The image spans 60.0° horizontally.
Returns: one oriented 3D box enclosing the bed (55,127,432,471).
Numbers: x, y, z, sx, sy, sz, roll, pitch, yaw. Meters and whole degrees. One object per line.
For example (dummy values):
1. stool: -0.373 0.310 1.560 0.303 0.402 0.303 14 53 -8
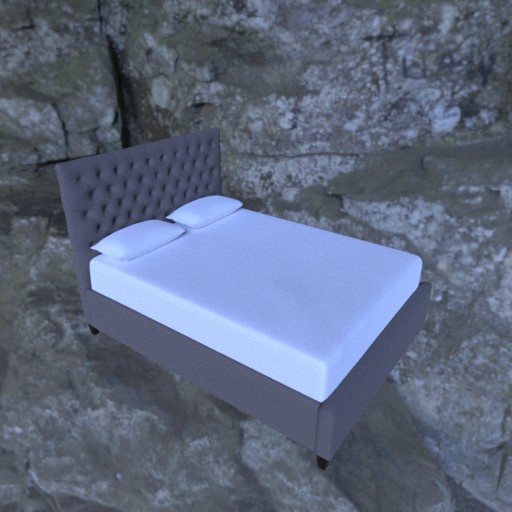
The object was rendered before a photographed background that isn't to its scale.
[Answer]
1. bed: 0.000 0.000 3.353 2.233 1.426 1.696 18 32 32
